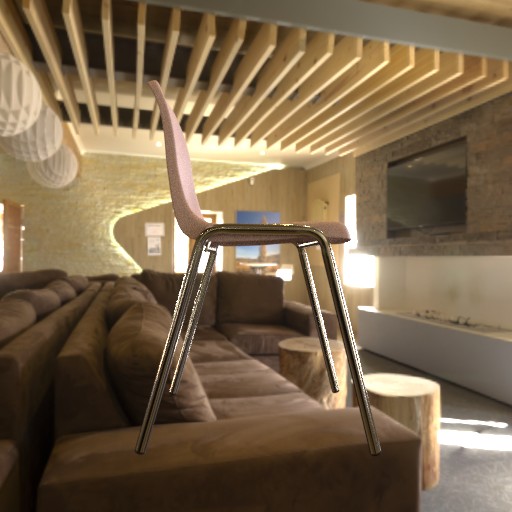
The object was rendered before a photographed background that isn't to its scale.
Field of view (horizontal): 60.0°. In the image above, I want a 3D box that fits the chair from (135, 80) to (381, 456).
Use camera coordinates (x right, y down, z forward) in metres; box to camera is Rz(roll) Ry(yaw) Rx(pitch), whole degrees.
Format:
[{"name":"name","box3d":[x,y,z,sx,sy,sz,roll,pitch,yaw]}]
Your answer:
[{"name":"chair","box3d":[0.000,0.000,0.960,0.436,0.704,0.381,0,0,-1]}]
